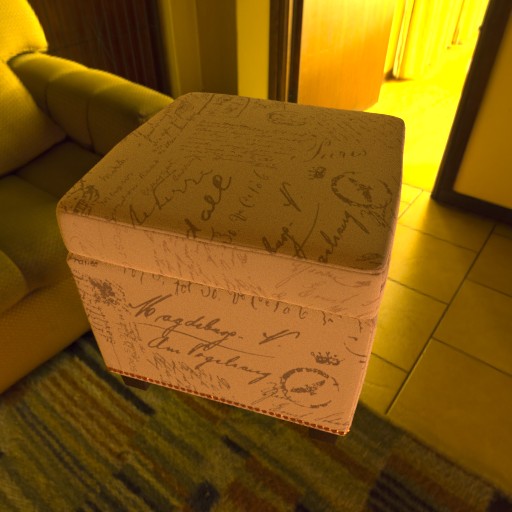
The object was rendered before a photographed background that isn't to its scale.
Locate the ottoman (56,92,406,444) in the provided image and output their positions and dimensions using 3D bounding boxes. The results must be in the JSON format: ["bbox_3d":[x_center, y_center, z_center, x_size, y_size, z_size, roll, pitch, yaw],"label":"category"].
[{"bbox_3d":[0.000,0.000,0.821,0.450,0.457,0.449,11,42,13],"label":"ottoman"}]
